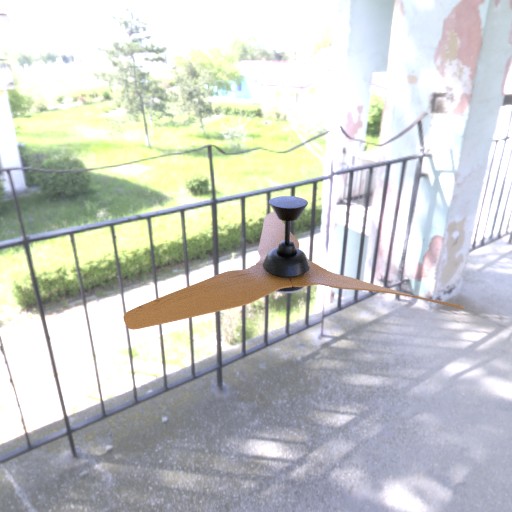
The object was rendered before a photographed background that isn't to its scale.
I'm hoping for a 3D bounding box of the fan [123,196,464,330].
[{"bbox_3d":[0.000,0.000,1.633,1.010,0.355,1.142,-17,30,-32],"label":"fan"}]
